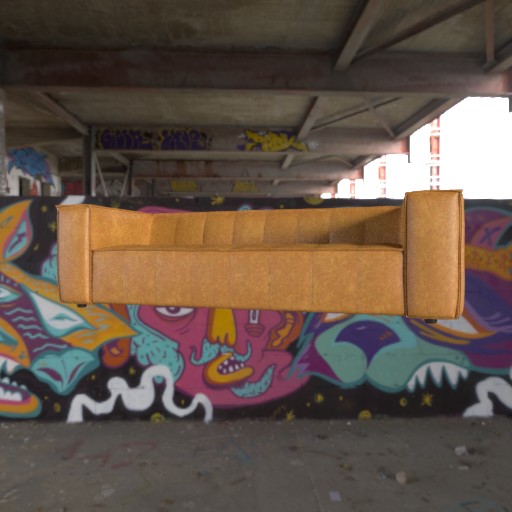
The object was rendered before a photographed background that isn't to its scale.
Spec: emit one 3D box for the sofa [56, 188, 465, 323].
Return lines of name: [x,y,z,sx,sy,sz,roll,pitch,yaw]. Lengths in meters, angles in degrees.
sofa: [0.000,0.000,3.107,2.581,0.701,1.102,0,0,18]
